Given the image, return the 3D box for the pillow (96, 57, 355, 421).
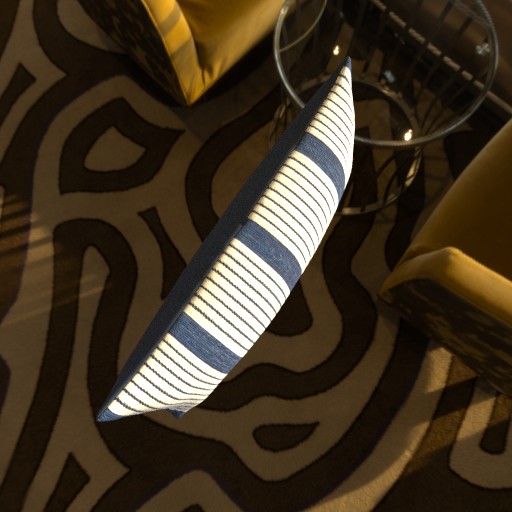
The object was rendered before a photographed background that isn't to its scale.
[{"bbox_3d":[0.000,0.000,0.727,0.156,0.292,0.608,32,78,8],"label":"pillow"}]
